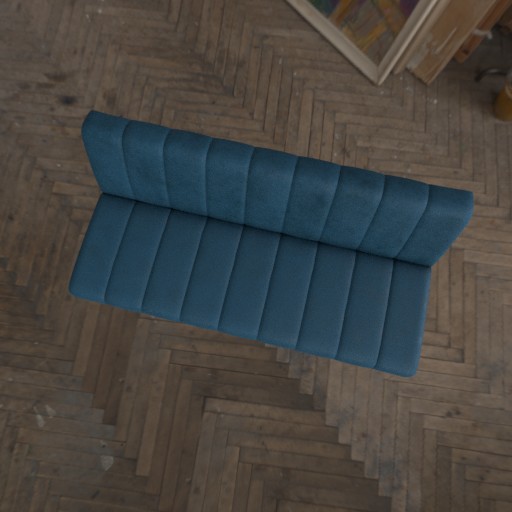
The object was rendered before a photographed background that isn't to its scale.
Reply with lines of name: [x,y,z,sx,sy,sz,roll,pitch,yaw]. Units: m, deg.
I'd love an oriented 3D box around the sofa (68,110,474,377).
sofa: [0.000,0.000,2.284,1.810,0.825,0.830,13,76,3]
